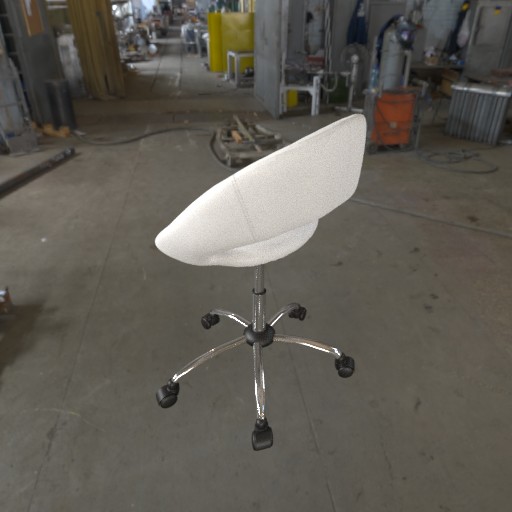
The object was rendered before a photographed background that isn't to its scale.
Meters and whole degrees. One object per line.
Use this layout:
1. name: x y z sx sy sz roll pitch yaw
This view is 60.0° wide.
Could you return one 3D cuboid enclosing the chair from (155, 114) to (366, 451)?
1. chair: 0.000 0.000 1.194 0.538 0.791 0.612 21 36 31
